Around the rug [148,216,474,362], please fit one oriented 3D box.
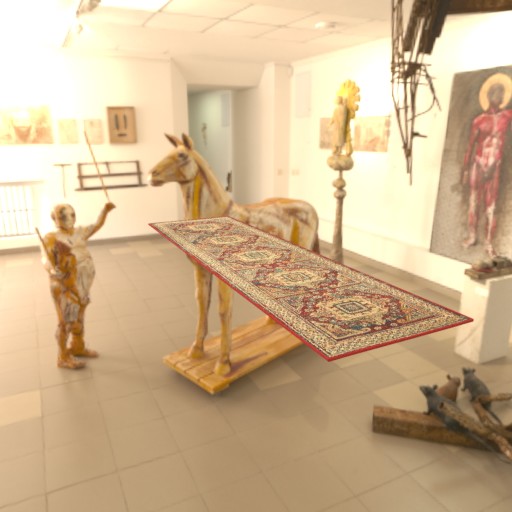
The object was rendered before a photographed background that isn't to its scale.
[{"bbox_3d":[0.000,0.000,2.486,0.659,0.015,2.292,-8,18,-26],"label":"rug"}]
